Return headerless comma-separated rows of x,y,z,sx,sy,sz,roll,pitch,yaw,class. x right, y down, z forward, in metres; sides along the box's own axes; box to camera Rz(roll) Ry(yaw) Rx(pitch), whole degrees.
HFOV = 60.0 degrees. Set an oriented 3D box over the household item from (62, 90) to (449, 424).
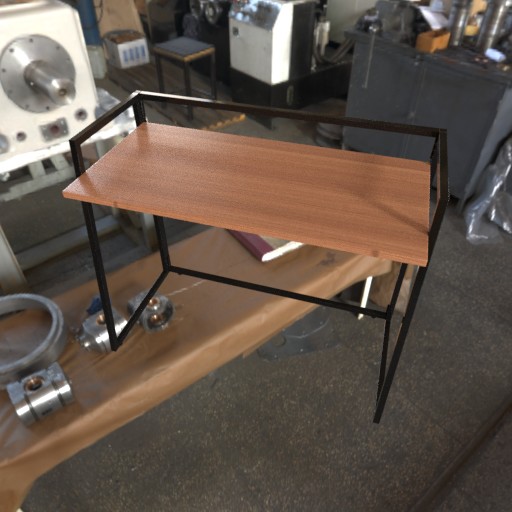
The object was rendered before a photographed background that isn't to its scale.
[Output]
0.000,0.000,1.549,1.050,0.860,0.510,12,42,13,household item
